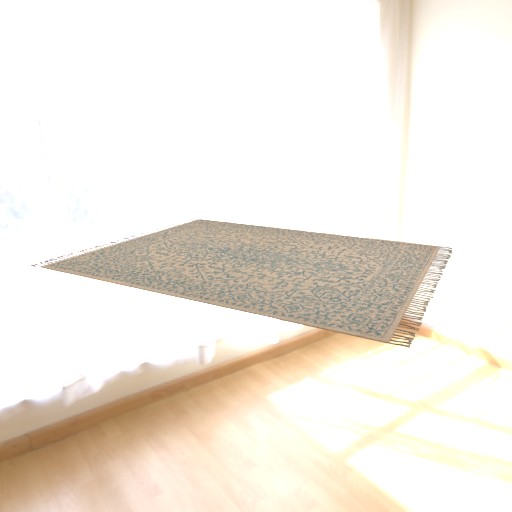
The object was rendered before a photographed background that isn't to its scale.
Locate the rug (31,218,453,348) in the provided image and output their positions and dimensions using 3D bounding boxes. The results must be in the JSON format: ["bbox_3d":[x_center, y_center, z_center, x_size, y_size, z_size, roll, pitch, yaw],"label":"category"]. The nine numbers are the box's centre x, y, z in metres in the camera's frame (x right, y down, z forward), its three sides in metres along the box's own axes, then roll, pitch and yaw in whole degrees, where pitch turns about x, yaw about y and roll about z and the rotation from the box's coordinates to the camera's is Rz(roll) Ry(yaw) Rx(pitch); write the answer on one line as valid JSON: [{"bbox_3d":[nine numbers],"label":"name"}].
[{"bbox_3d":[0.000,0.000,4.274,3.327,0.010,2.464,9,18,27],"label":"rug"}]
